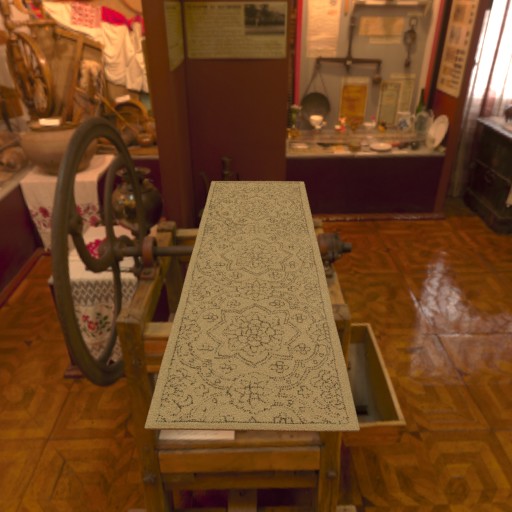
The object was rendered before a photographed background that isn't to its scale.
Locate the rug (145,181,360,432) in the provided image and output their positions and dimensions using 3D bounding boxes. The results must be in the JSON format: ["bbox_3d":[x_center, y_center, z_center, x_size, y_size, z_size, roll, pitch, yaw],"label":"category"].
[{"bbox_3d":[0.000,0.000,2.623,0.769,0.012,2.448,0,30,1],"label":"rug"}]
